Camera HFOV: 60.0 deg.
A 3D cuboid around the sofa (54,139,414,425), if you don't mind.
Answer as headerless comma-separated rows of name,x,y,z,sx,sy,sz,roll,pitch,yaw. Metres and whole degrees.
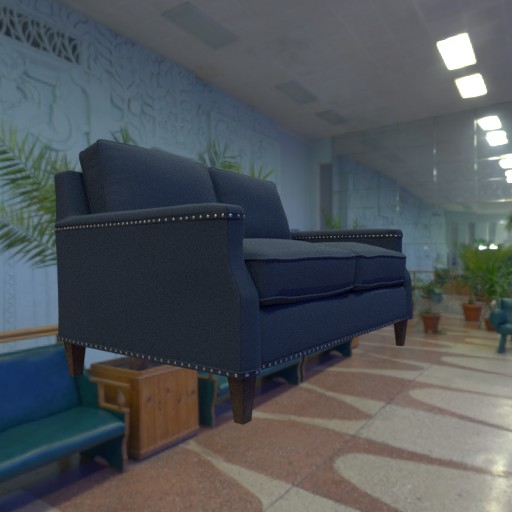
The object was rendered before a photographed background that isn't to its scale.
sofa,0.000,0.000,2.192,1.084,1.003,1.597,0,0,36
